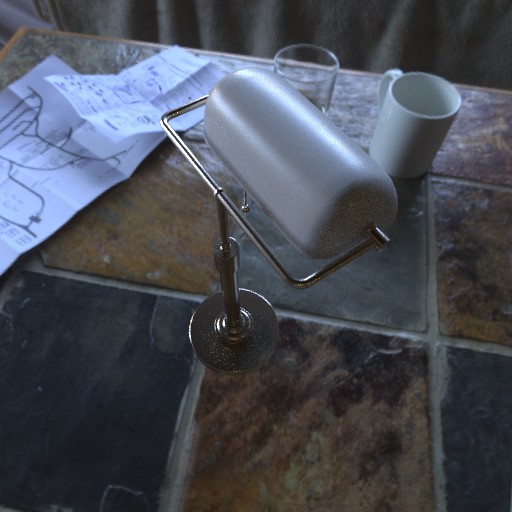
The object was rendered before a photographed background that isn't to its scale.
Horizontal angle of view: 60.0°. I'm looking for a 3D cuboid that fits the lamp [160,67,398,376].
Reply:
[{"bbox_3d":[0.000,0.000,0.569,0.227,0.404,0.269,-29,62,-17],"label":"lamp"}]
